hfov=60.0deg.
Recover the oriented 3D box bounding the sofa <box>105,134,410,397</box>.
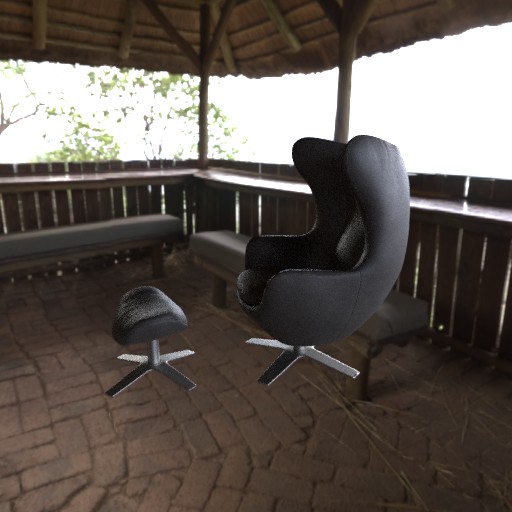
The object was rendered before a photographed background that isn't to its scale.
[{"bbox_3d":[0.000,0.000,2.166,1.444,1.135,0.894,-2,15,-9],"label":"sofa"}]
